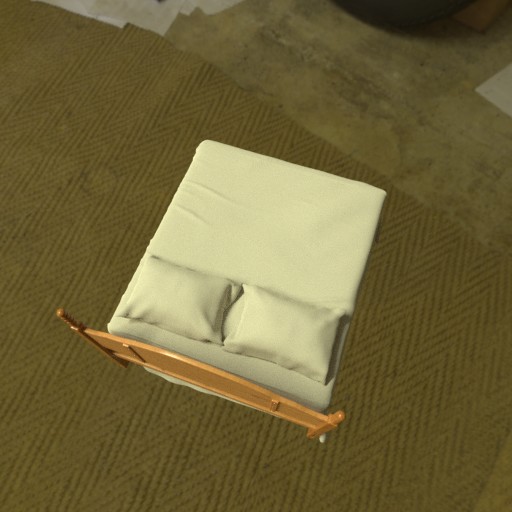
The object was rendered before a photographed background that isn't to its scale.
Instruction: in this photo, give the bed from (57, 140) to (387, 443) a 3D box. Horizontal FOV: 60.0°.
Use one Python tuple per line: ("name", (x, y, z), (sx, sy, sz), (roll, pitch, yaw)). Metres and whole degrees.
("bed", (0.000, 0.000, 3.328), (1.873, 1.356, 2.040), (18, 66, 8))
